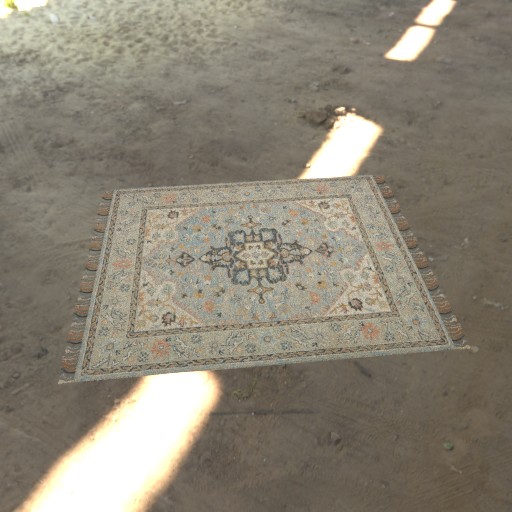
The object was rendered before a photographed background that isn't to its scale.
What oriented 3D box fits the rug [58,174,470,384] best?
[{"bbox_3d":[0.000,0.000,2.272,1.730,0.009,1.278,-4,45,-4],"label":"rug"}]
